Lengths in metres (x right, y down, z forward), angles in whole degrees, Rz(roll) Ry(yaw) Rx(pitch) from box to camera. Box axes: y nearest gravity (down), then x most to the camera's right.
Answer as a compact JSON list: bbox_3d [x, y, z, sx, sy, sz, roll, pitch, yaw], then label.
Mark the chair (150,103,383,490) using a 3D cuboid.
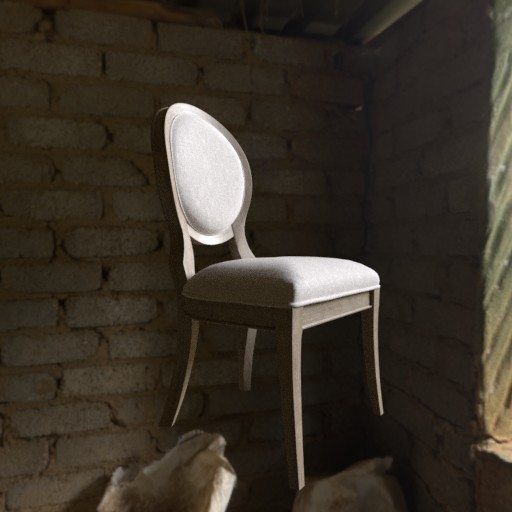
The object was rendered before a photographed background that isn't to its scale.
[{"bbox_3d":[0.000,0.000,1.331,0.602,0.990,0.558,1,2,35],"label":"chair"}]
